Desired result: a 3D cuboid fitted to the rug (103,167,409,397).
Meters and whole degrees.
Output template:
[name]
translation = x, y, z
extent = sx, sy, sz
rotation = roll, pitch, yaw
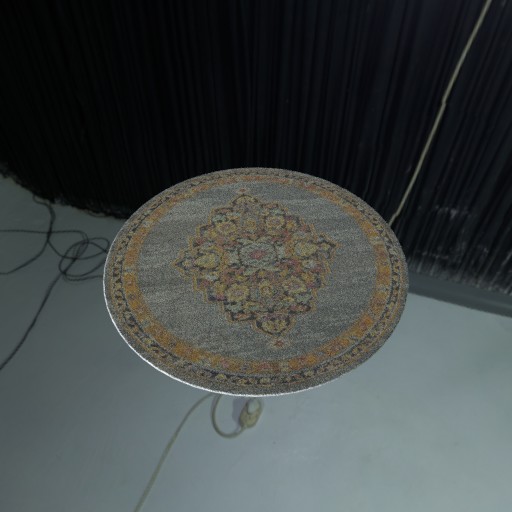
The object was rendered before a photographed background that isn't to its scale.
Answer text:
[rug]
translation = 0.000, 0.000, 2.385
extent = 1.598, 0.010, 1.598
rotation = 0, 47, 0
